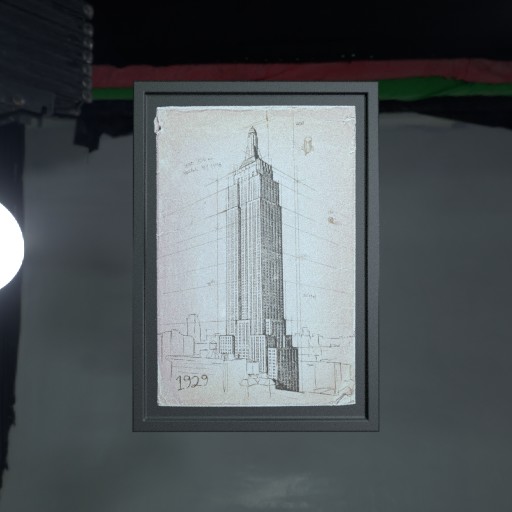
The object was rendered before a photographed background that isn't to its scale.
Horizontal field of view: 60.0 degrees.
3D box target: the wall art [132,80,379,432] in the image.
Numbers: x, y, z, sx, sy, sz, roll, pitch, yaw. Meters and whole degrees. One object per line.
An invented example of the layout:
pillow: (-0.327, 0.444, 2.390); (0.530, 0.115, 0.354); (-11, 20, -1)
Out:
wall art: (0.000, 0.000, 0.551); (0.303, 0.431, 0.013); (0, 0, 0)
